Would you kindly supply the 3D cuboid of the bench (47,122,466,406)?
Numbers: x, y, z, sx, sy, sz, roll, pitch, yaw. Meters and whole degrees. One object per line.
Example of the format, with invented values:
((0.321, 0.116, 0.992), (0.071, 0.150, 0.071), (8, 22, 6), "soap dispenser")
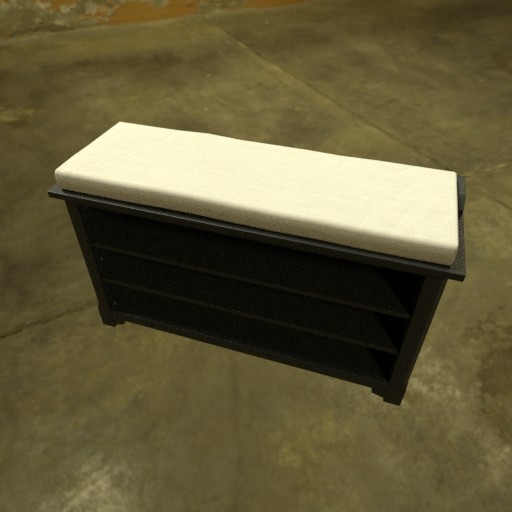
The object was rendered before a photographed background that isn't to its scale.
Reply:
((0.000, 0.000, 1.244), (0.973, 0.561, 0.345), (12, 42, 14), "bench")
